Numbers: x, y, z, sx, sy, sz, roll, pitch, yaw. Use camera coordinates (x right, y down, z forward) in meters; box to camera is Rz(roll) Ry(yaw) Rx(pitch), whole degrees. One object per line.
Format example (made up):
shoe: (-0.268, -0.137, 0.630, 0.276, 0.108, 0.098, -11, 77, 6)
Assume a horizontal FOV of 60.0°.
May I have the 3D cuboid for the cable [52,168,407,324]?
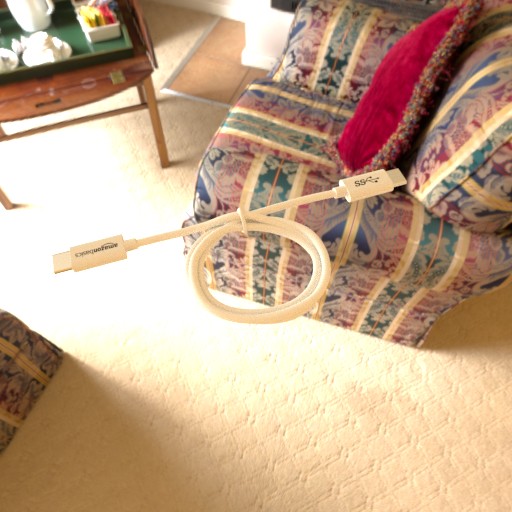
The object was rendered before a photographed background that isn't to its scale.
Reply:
cable: (0.000, 0.000, 0.211, 0.186, 0.014, 0.070, -16, 59, -10)
